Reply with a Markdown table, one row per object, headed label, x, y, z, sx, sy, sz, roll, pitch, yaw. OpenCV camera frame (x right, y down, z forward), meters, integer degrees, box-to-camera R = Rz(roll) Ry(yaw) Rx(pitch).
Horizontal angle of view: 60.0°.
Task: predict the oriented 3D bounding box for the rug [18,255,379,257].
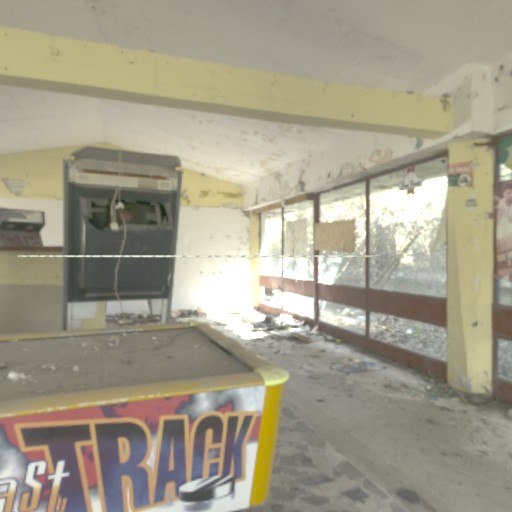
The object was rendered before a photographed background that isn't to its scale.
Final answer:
| label | x | y | z | sx | sy | sz | roll | pitch | yaw |
| --- | --- | --- | --- | --- | --- | --- | --- | --- | --- |
| rug | 0.000 | 0.000 | 2.963 | 1.526 | 0.008 | 2.441 | 0 | 0 | 17 |
